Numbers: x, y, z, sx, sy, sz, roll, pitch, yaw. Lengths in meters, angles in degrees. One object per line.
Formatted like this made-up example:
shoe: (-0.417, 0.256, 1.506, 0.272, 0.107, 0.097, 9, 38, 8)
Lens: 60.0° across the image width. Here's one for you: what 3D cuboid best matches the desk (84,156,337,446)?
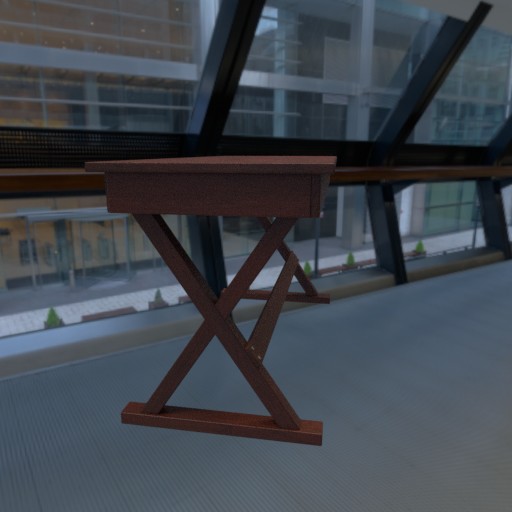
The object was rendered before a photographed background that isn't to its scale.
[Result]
desk: (0.000, 0.000, 1.765, 0.600, 0.761, 1.372, 2, 14, 10)
